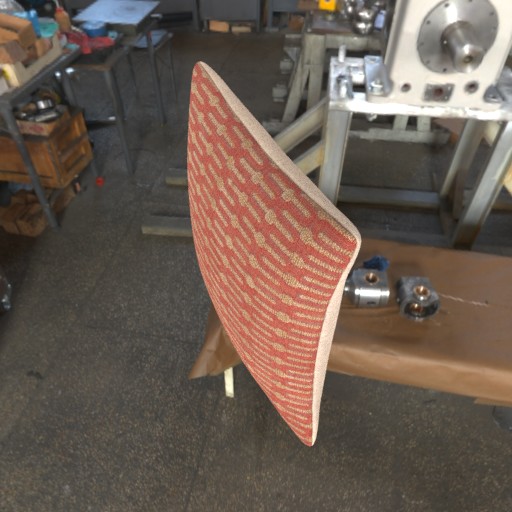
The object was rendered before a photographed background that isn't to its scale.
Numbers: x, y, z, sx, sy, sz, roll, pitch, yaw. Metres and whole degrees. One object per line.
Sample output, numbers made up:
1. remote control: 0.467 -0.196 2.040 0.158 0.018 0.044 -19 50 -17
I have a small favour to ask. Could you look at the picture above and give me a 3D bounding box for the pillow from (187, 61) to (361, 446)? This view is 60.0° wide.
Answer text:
1. pillow: 0.000 0.000 0.788 0.182 0.503 0.511 -17 47 -17
